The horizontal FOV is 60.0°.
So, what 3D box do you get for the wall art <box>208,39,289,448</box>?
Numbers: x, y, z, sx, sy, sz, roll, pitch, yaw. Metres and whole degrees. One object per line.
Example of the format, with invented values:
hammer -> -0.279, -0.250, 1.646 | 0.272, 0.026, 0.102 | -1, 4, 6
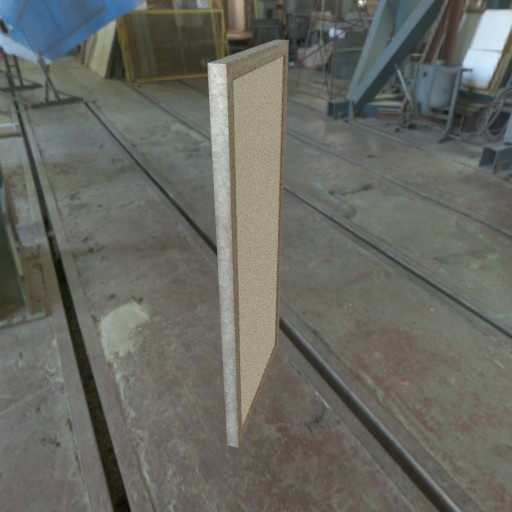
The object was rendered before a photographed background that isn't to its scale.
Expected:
wall art -> 0.000, 0.000, 1.720 | 0.051, 1.461, 0.648 | 9, 32, 15
